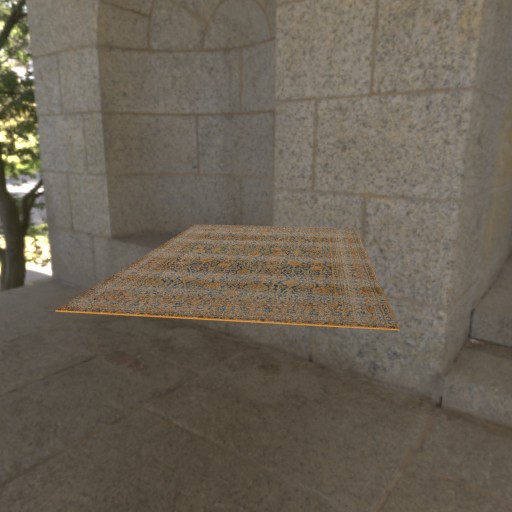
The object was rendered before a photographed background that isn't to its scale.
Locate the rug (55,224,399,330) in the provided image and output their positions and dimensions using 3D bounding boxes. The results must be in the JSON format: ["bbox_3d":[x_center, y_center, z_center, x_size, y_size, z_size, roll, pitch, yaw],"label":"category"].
[{"bbox_3d":[0.000,0.000,3.050,1.525,0.007,2.336,2,14,8],"label":"rug"}]
